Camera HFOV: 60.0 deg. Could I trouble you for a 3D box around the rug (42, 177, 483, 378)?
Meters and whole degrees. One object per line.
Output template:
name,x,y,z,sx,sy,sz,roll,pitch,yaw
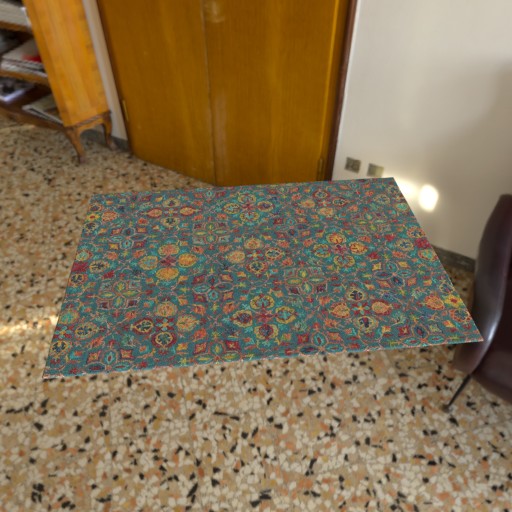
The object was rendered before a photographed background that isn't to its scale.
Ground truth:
rug,0.000,0.000,2.258,1.836,0.014,1.216,-4,45,-4
